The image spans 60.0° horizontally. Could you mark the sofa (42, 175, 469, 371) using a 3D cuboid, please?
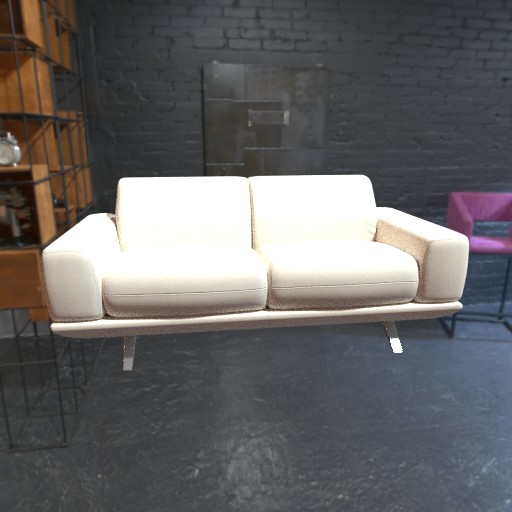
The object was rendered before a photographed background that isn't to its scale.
[{"bbox_3d":[0.000,0.000,2.356,1.901,0.772,0.900,-2,15,-7],"label":"sofa"}]
